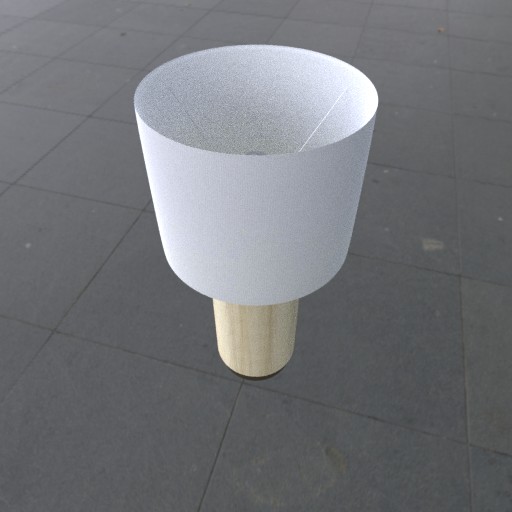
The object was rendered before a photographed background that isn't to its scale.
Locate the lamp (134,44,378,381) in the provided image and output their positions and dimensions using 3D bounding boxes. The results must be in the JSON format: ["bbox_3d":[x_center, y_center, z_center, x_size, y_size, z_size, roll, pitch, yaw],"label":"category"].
[{"bbox_3d":[0.000,0.000,0.574,0.228,0.444,0.228,23,50,21],"label":"lamp"}]
